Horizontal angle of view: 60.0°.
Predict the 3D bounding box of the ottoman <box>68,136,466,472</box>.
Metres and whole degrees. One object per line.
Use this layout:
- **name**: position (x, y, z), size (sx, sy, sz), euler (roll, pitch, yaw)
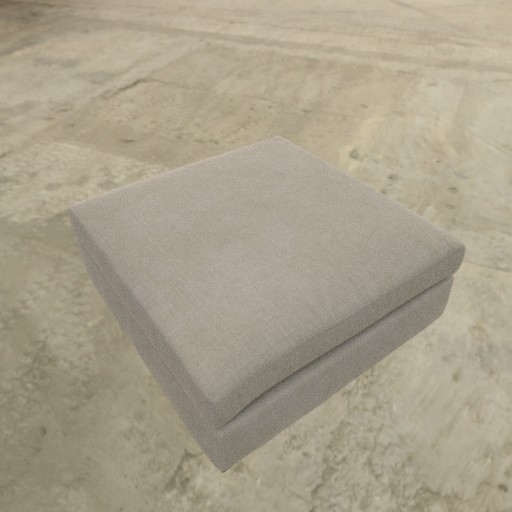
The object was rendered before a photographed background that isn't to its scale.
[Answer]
- **ottoman**: position (0.000, 0.000, 1.853), size (1.171, 0.517, 1.203), euler (-25, 47, -27)
